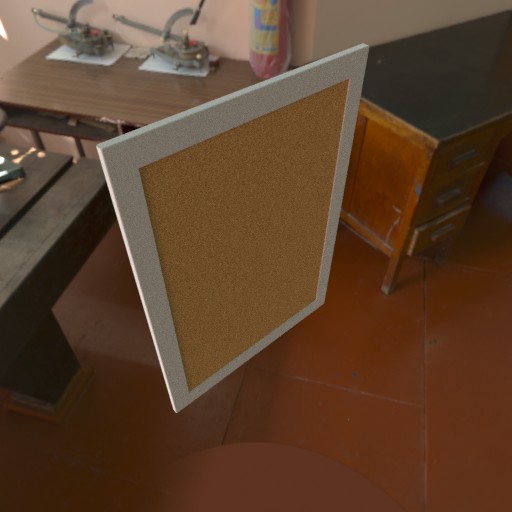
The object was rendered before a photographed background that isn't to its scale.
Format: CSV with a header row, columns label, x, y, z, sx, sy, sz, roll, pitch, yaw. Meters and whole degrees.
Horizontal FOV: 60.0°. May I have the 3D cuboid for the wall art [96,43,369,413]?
label,x,y,z,sx,sy,sz,roll,pitch,yaw
wall art,0.000,0.000,0.673,0.374,0.529,0.012,-32,53,-27
